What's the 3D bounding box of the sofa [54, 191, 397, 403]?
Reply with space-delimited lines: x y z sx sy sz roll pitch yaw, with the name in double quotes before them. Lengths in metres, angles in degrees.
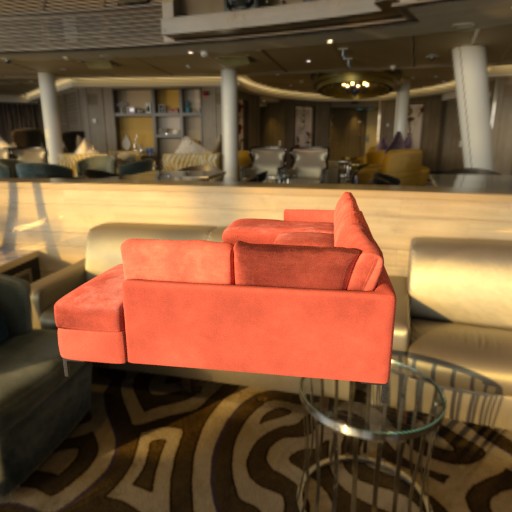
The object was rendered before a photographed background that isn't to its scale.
"sofa" 0.000 0.000 3.857 1.981 0.858 2.971 2 15 9
